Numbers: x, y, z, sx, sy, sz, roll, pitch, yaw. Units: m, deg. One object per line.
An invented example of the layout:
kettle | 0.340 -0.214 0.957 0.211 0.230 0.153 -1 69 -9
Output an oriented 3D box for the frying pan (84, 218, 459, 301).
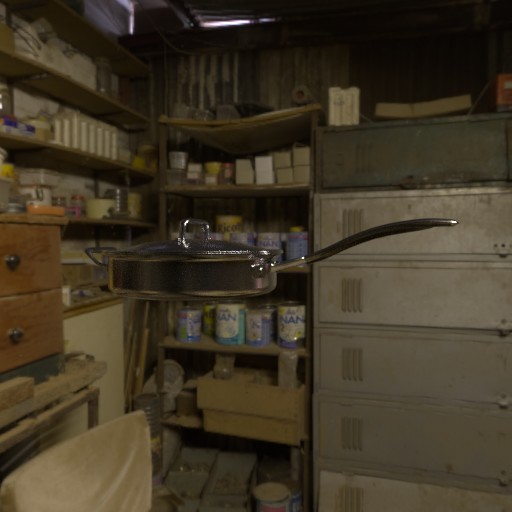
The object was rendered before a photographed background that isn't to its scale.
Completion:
frying pan | 0.000 0.000 0.668 0.561 0.114 0.280 1 2 17
